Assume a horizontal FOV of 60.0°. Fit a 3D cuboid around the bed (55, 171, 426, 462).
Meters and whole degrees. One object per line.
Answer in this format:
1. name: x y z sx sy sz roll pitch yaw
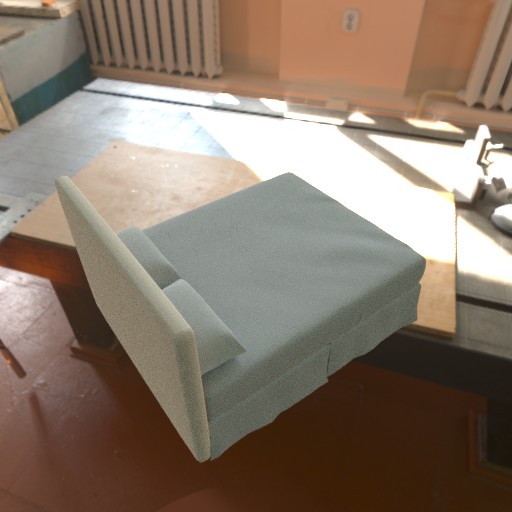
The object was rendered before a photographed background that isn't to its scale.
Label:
1. bed: 0.000 0.000 3.334 2.142 1.330 1.748 -26 48 -27
